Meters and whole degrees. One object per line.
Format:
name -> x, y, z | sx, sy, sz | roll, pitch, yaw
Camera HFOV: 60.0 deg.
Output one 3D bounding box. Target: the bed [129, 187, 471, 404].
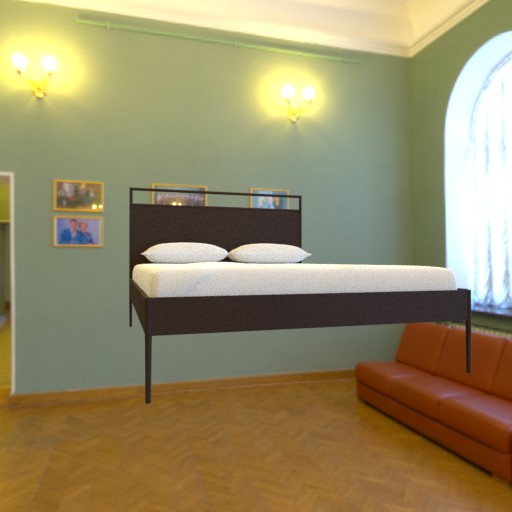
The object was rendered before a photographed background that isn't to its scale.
bed -> 0.000, 0.000, 2.967 | 1.572, 1.173, 2.122 | 0, -1, -18
